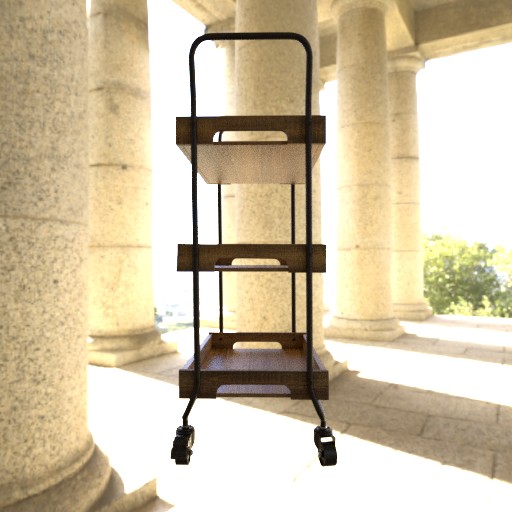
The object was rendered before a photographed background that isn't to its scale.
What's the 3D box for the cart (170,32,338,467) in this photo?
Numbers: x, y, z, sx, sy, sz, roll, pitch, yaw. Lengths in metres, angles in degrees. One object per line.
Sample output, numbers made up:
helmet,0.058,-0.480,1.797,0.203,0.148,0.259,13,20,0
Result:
cart,0.000,0.000,1.138,0.339,0.857,0.583,0,-1,1
